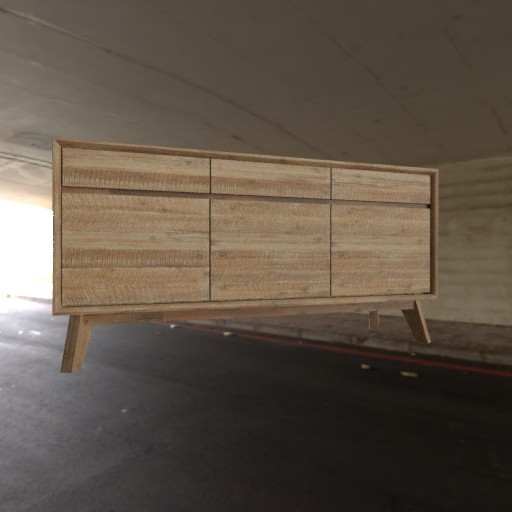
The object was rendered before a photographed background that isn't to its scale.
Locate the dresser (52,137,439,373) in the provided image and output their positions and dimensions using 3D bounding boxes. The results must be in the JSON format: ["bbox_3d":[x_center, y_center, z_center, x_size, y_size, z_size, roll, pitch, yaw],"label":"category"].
[{"bbox_3d":[0.000,0.000,1.957,1.602,0.788,0.455,0,0,-20],"label":"dresser"}]
